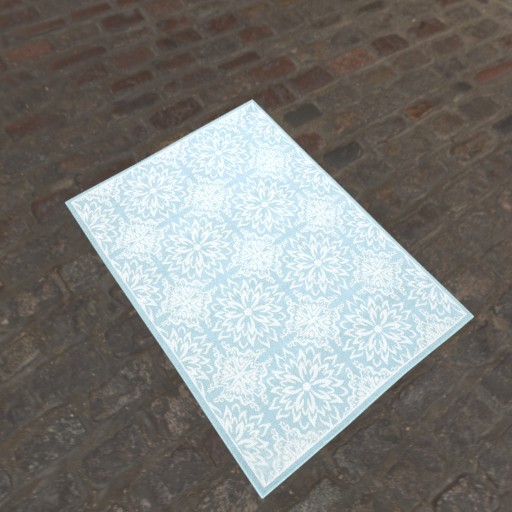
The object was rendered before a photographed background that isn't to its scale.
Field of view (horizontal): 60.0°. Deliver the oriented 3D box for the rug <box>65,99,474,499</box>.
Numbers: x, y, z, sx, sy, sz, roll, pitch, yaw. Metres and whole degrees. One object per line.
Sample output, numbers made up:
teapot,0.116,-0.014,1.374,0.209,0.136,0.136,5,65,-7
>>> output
rug,0.000,0.000,2.817,1.589,0.014,2.205,-34,68,-16
